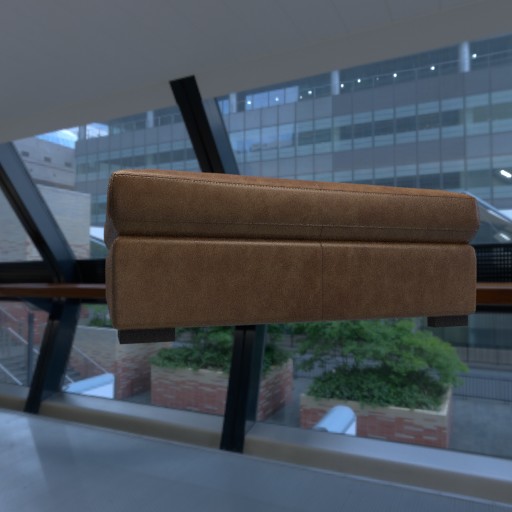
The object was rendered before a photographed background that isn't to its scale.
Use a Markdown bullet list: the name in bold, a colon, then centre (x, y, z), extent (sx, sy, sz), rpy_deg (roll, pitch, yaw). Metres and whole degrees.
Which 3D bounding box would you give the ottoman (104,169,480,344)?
- **ottoman**: centre (0.000, 0.000, 1.806), extent (1.169, 0.483, 1.168), rpy_deg (1, -2, -19)
